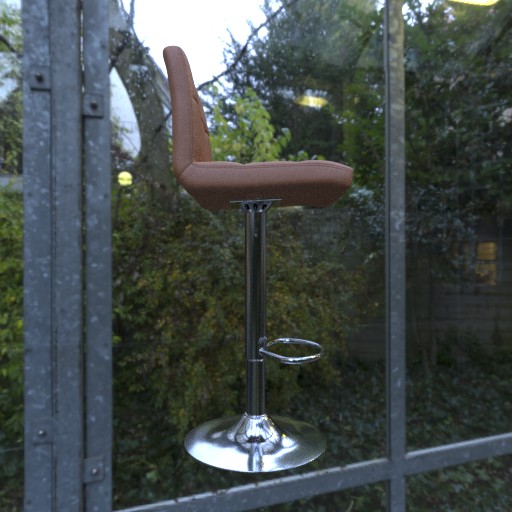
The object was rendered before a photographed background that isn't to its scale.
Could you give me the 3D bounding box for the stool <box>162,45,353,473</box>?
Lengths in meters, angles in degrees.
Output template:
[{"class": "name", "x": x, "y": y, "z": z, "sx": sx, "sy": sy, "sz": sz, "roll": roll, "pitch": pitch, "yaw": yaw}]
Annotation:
[{"class": "stool", "x": 0.000, "y": 0.000, "z": 1.343, "sx": 0.505, "sy": 1.115, "sz": 0.430, "roll": 0, "pitch": -1, "yaw": -1}]
